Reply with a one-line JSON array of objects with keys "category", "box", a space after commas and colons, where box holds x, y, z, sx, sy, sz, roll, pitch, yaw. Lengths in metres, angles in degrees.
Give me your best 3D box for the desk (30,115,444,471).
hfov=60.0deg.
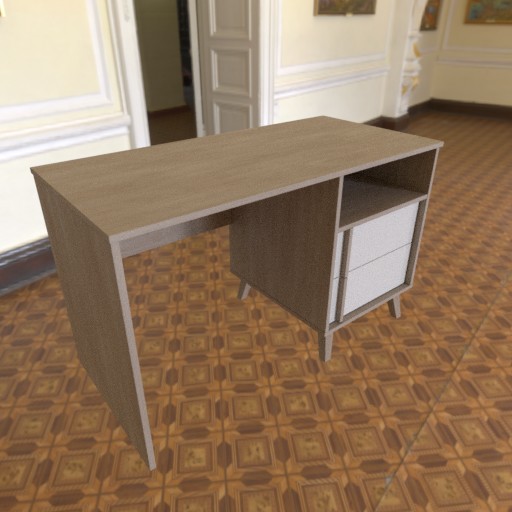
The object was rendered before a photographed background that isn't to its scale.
[{"category": "desk", "box": [0.000, 0.000, 1.643, 1.251, 0.770, 0.600, -21, 35, -33]}]
